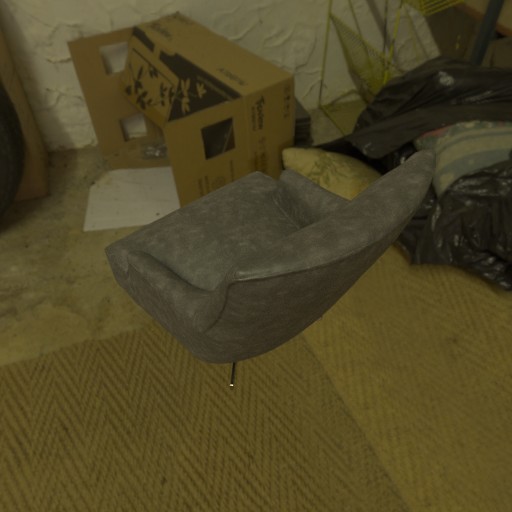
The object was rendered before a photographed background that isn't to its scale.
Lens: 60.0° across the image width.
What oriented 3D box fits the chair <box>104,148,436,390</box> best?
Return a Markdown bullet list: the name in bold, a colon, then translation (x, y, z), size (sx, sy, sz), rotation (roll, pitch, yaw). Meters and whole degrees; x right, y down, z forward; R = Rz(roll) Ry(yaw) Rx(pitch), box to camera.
- **chair**: translation (0.000, 0.000, 1.489), size (0.738, 0.870, 0.874), rotation (-32, 54, -27)
